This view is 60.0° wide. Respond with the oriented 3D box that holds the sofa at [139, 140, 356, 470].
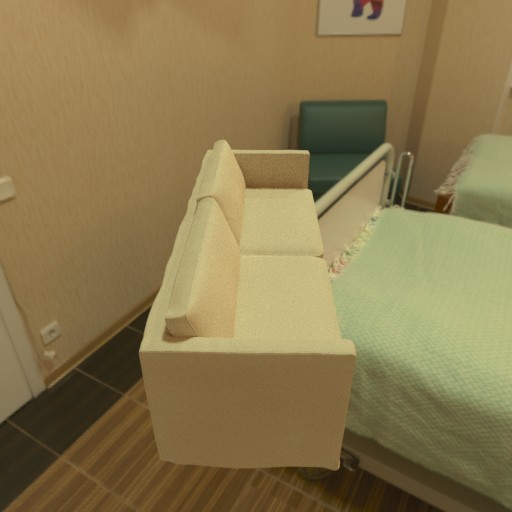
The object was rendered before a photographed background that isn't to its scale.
[{"bbox_3d":[0.000,0.000,3.326,1.036,0.999,2.779,1,32,1],"label":"sofa"}]
